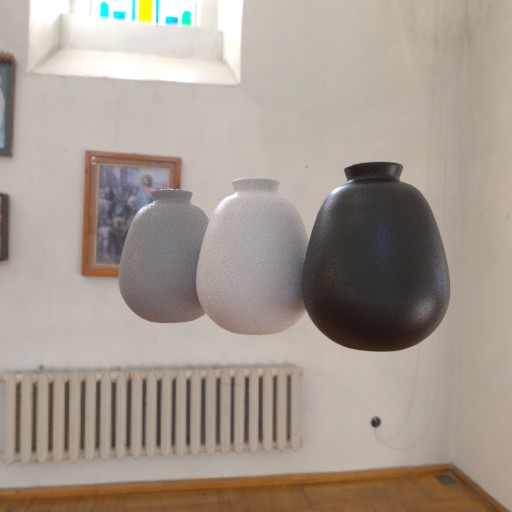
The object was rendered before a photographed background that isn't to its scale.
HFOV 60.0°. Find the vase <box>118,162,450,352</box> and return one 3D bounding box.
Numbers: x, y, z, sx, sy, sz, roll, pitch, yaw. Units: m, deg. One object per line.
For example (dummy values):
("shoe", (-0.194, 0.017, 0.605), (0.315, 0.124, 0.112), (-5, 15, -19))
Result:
("vase", (0.000, 0.000, 0.364), (0.297, 0.122, 0.097), (0, 0, 37))
